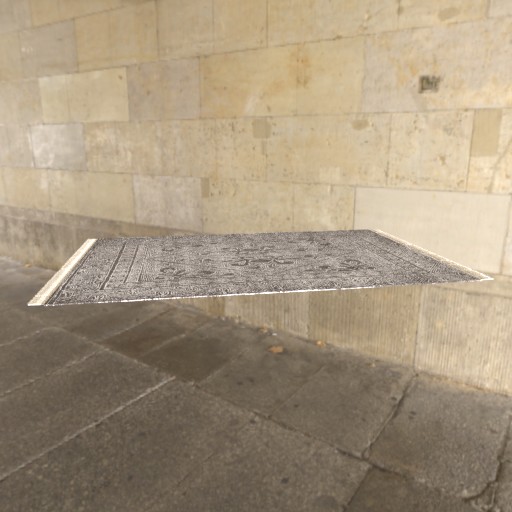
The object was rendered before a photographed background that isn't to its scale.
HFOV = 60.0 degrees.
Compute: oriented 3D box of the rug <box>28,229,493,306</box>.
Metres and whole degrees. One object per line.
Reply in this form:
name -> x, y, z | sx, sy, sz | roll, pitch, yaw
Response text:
rug -> 0.000, 0.000, 2.991 | 2.440, 0.010, 1.529 | -2, 14, -10
